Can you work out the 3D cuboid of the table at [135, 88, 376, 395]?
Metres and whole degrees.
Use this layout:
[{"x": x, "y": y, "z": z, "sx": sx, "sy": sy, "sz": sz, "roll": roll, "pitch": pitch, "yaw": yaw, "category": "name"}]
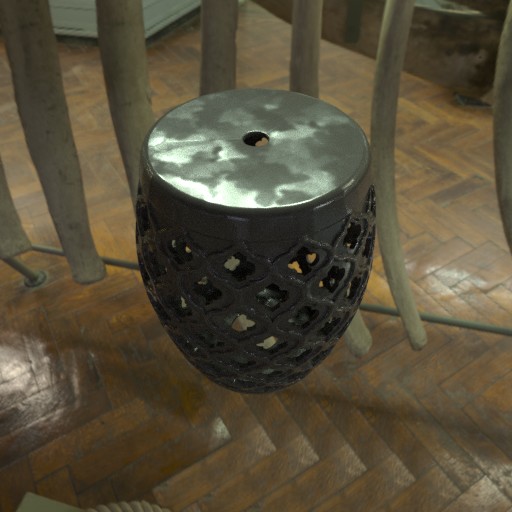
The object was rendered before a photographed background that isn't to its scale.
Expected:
[{"x": 0.000, "y": 0.000, "z": 0.644, "sx": 0.325, "sy": 0.388, "sz": 0.325, "roll": 0, "pitch": 47, "yaw": 0, "category": "table"}]
